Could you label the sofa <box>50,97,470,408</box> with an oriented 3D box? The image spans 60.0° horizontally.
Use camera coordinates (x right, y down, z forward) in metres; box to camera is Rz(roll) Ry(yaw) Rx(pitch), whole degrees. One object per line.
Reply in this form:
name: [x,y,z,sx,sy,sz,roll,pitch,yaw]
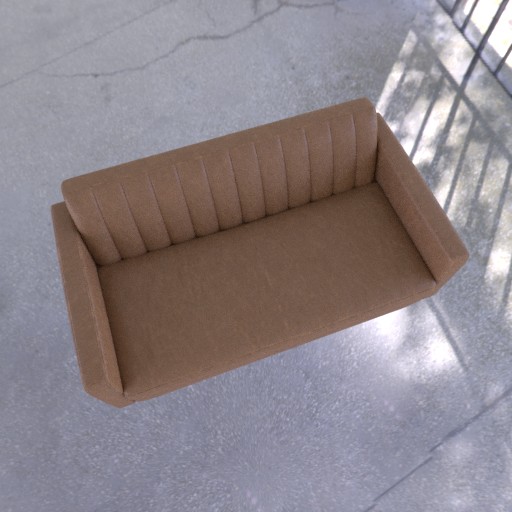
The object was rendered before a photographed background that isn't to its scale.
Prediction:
sofa: [0.000,0.000,2.336,1.847,0.821,0.993,-18,65,-9]
